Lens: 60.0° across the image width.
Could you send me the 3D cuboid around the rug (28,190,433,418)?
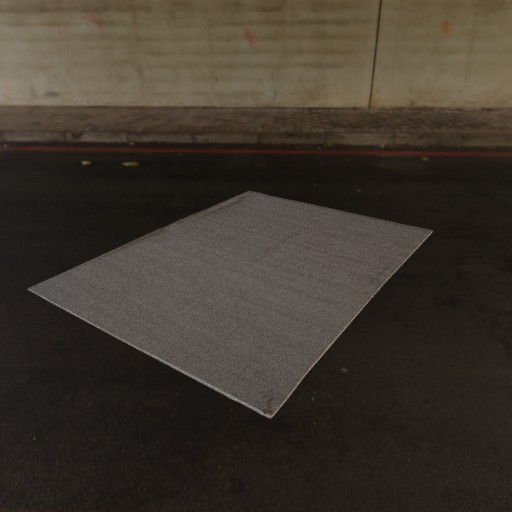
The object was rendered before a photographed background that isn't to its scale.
[{"bbox_3d":[0.000,0.000,5.002,2.873,0.053,3.778,17,31,31],"label":"rug"}]
